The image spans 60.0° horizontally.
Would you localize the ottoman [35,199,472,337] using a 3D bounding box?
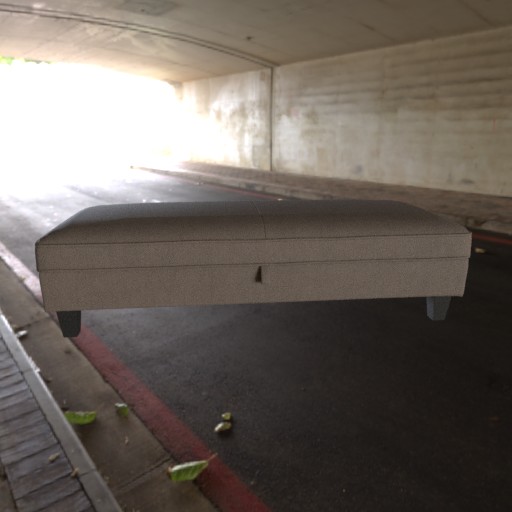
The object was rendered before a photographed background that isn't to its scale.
[{"bbox_3d":[0.000,0.000,2.100,1.764,0.470,0.751,-2,16,-6],"label":"ottoman"}]
